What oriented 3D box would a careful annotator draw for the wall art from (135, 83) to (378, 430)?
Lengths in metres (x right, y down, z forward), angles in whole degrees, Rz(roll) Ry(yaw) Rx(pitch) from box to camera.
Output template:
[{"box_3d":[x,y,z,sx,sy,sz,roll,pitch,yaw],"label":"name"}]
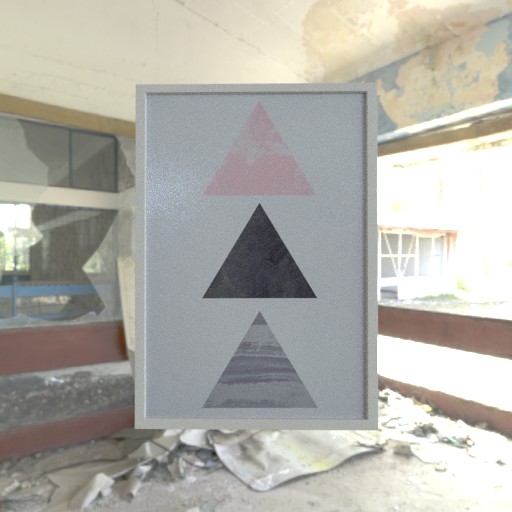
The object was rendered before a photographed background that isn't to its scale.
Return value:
[{"box_3d":[0.000,0.000,0.560,0.303,0.433,0.013,0,-1,1],"label":"wall art"}]
